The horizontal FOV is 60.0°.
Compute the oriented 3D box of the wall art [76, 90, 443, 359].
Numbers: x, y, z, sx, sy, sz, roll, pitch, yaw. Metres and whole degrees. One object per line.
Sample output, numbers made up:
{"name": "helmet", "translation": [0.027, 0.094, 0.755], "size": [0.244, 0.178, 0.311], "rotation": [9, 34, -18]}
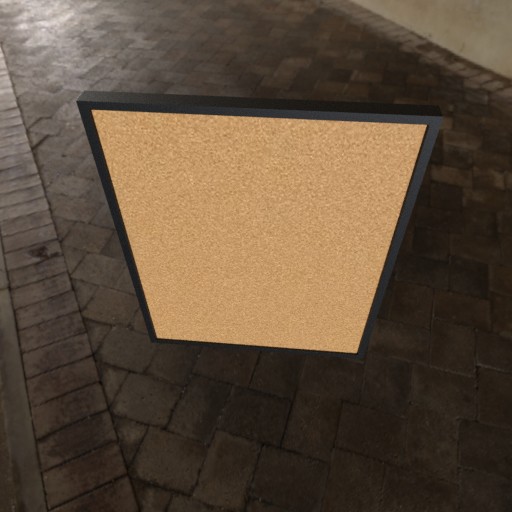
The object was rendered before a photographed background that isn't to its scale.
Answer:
{"name": "wall art", "translation": [0.000, 0.000, 0.761], "size": [0.457, 0.559, 0.029], "rotation": [4, 46, 4]}
